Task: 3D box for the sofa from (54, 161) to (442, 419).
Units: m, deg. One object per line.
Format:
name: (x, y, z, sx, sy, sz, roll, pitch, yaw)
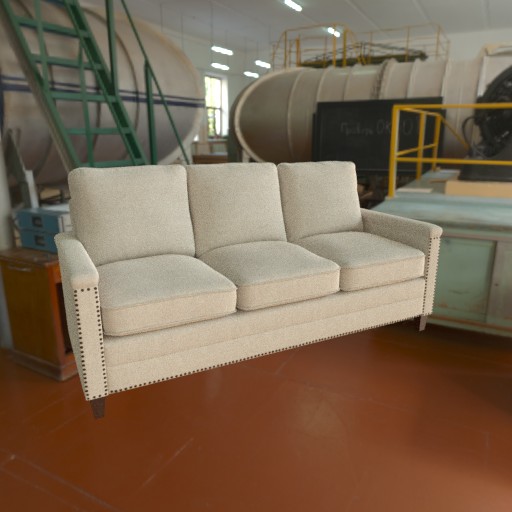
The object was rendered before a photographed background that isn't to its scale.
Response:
sofa: (0.000, 0.000, 2.390, 1.925, 0.961, 0.828, -8, 17, -26)
